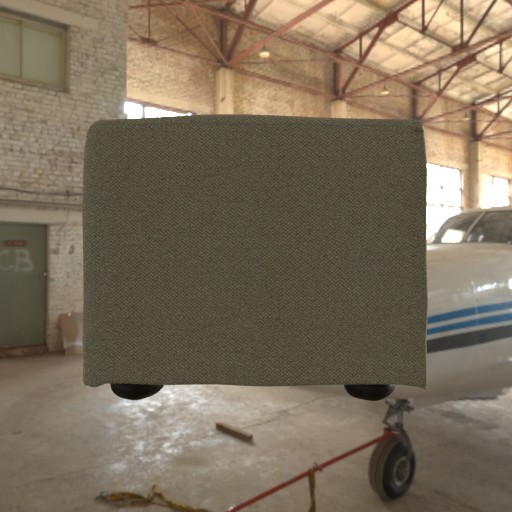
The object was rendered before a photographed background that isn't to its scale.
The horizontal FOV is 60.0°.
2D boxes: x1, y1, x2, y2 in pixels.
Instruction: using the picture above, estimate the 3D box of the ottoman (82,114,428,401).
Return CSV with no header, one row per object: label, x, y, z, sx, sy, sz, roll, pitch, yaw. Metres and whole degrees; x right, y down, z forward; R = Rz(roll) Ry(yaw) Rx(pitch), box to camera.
ottoman,0.000,0.000,0.892,0.512,0.453,0.521,0,0,1
